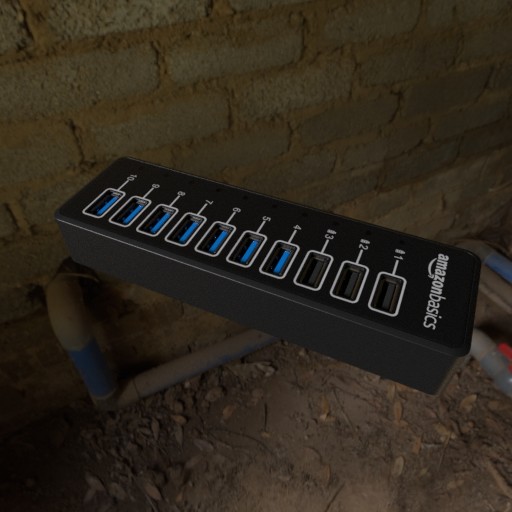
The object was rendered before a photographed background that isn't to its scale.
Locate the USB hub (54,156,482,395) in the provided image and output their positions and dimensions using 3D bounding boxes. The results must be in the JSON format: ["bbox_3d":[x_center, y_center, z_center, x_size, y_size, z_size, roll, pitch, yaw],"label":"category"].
[{"bbox_3d":[0.000,0.000,0.161,0.145,0.023,0.044,18,48,17],"label":"USB hub"}]
